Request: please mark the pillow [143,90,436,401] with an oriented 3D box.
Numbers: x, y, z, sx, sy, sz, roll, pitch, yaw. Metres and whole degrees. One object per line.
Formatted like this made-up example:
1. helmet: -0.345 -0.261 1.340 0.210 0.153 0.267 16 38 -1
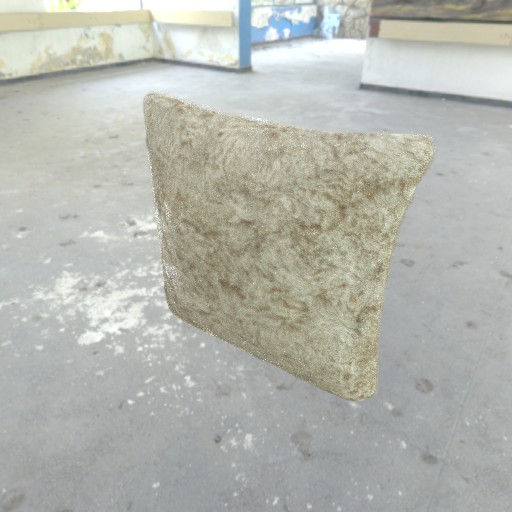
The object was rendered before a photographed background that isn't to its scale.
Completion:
1. pillow: 0.000 0.000 0.815 0.538 0.525 0.216 20 36 29
